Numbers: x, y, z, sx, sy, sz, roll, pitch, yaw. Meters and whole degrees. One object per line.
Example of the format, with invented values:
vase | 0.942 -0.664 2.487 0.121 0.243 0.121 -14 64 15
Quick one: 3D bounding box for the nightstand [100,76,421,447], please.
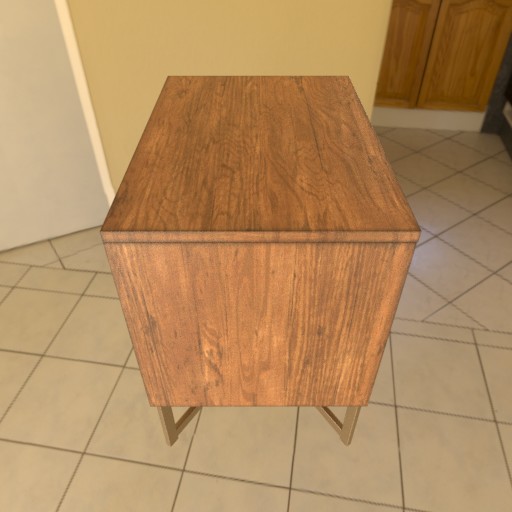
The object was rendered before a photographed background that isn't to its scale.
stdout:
nightstand | 0.000 0.000 1.023 0.446 0.610 0.610 0 41 0
